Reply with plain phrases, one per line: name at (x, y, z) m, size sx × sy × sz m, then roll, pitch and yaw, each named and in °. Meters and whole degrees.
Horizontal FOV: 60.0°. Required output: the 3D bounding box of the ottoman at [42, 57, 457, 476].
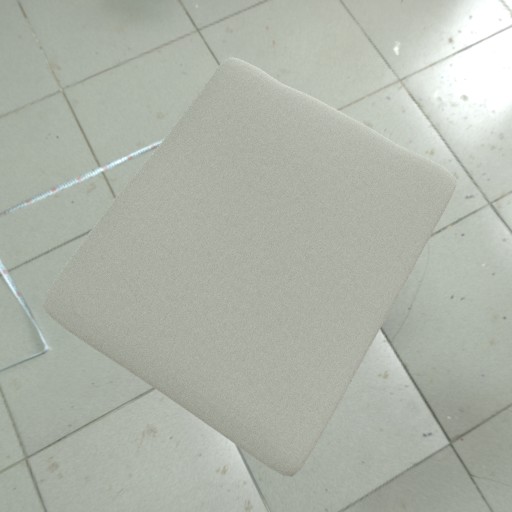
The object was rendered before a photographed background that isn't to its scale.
ottoman at (0.000, 0.000, 1.431) m, size 0.836 × 0.492 × 0.976 m, roll 31°, pitch 77°, yaw 8°
